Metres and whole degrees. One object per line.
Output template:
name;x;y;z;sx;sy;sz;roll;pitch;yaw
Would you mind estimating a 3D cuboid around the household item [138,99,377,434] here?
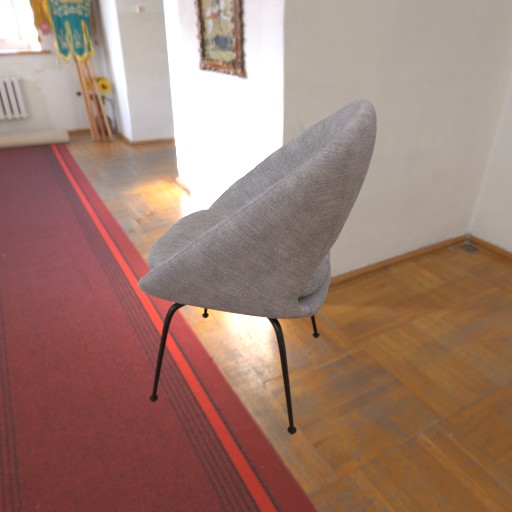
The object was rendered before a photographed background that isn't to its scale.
household item;0.000;0.000;1.296;0.587;0.869;0.643;8;31;14
